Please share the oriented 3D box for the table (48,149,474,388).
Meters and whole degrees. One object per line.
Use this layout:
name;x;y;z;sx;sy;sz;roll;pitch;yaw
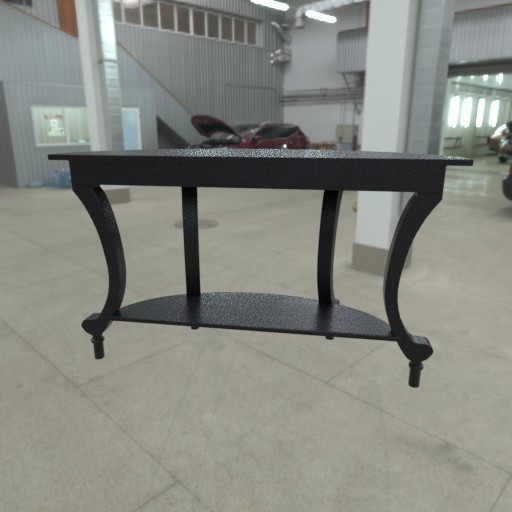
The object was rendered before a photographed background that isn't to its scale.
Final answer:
table;0.000;0.000;1.516;1.198;0.692;0.394;3;17;9
